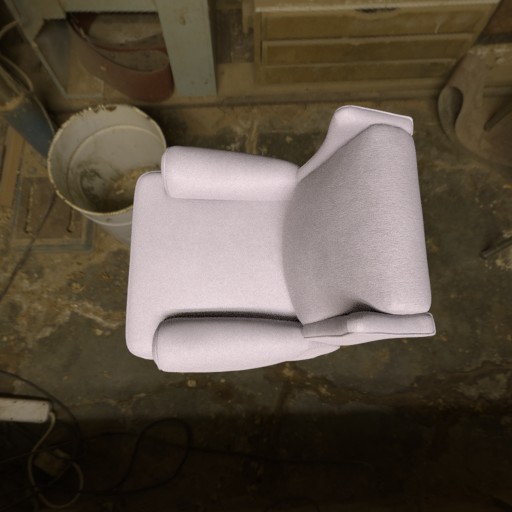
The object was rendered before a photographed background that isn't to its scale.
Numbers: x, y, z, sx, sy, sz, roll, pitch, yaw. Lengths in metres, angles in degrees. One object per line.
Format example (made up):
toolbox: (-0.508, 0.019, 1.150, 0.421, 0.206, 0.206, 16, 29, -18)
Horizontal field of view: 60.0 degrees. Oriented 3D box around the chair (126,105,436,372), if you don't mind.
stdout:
chair: (0.000, 0.000, 1.678, 0.969, 1.011, 0.847, 0, 75, 0)
